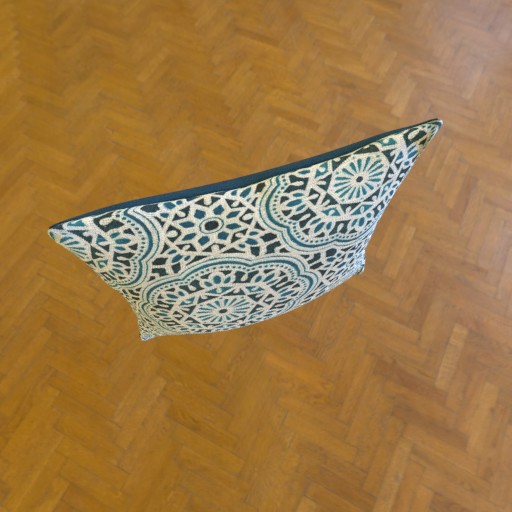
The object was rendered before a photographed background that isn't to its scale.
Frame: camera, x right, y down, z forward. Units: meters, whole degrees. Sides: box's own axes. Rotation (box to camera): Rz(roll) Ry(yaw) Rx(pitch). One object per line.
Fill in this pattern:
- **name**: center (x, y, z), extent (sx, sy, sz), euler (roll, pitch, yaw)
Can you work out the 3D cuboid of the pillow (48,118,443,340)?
- **pillow**: center (0.000, 0.000, 0.648), extent (0.440, 0.420, 0.145), euler (-17, 65, -8)
